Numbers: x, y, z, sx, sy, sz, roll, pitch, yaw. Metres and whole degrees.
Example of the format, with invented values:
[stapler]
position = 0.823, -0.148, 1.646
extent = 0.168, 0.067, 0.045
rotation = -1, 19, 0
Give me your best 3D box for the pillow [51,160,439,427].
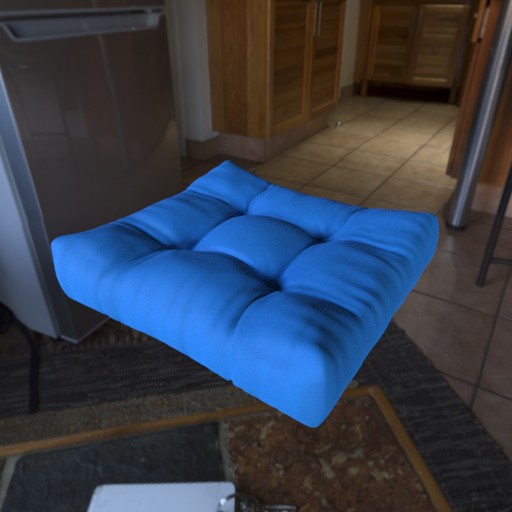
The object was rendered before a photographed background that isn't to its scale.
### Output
[pillow]
position = 0.000, 0.000, 0.750
extent = 0.490, 0.128, 0.468
rotation = 20, 37, 29
